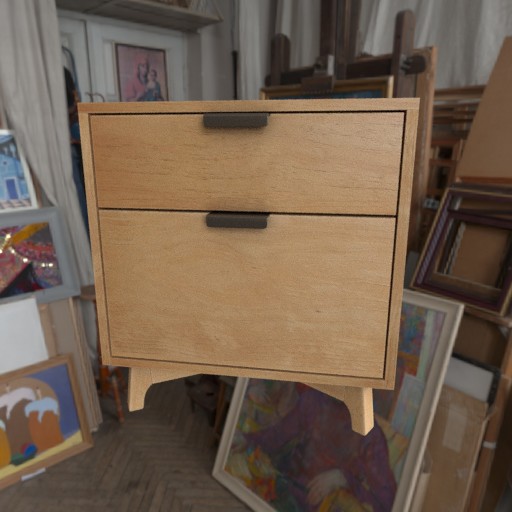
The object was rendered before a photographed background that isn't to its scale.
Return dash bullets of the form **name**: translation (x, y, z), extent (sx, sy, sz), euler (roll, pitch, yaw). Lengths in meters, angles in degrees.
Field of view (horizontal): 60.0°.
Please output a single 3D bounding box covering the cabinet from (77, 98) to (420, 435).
- **cabinet**: translation (0.000, 0.000, 0.944), extent (0.551, 0.599, 0.394), euler (2, 15, 9)
